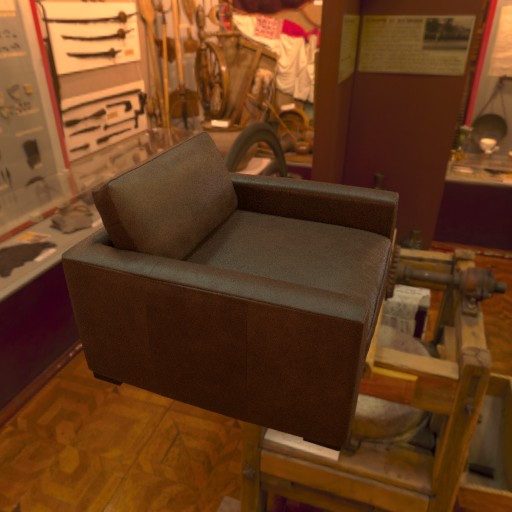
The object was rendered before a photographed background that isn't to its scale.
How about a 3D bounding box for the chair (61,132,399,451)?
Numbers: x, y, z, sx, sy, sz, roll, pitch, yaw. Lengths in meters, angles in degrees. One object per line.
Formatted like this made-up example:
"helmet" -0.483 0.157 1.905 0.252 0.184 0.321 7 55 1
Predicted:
"chair" 0.000 0.000 1.858 1.069 0.812 1.100 10 31 18
